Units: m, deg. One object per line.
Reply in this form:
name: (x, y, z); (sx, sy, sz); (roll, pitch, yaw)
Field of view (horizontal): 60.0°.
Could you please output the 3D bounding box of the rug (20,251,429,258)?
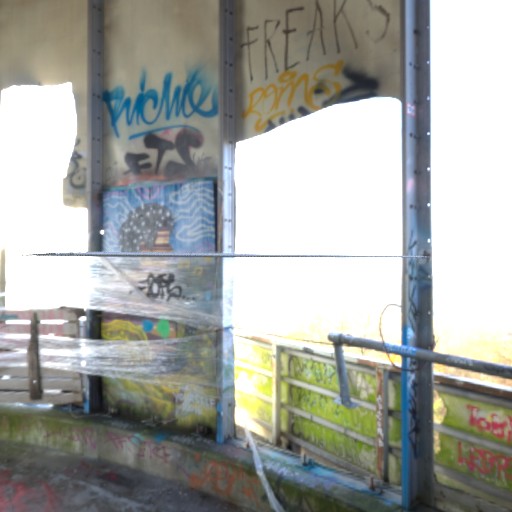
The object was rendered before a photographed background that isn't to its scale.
rug: (0.000, 0.000, 2.699); (2.480, 0.013, 0.786); (0, -1, -36)
